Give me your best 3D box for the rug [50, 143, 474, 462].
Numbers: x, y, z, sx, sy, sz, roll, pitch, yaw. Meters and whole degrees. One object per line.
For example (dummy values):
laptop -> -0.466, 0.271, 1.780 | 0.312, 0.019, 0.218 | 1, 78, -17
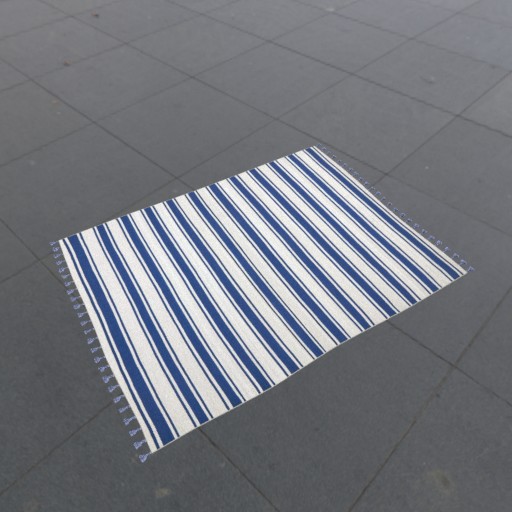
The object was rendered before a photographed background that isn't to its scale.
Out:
rug -> 0.000, 0.000, 4.345 | 3.416, 0.016, 2.471 | -24, 52, -20
